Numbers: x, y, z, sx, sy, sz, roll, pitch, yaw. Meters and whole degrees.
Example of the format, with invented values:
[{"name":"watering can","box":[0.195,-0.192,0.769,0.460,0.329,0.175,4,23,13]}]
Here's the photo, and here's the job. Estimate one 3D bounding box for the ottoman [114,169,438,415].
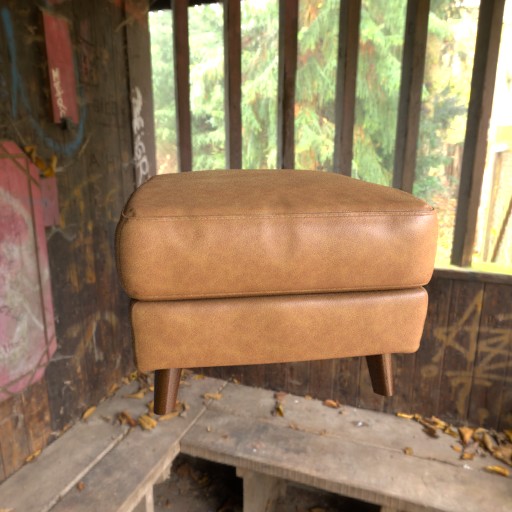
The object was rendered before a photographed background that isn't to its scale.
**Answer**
[{"name":"ottoman","box":[0.000,0.000,1.211,0.630,0.461,0.869,-2,14,-8]}]
